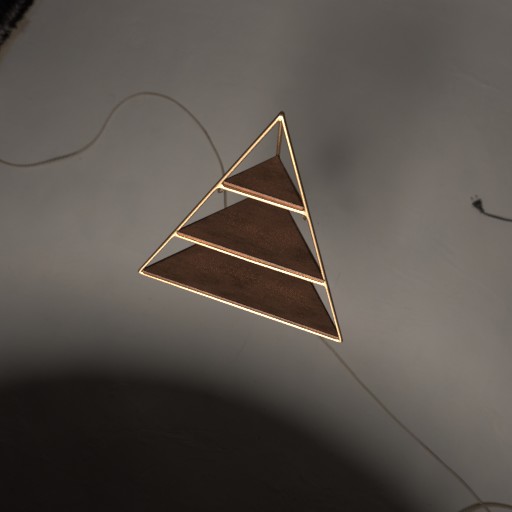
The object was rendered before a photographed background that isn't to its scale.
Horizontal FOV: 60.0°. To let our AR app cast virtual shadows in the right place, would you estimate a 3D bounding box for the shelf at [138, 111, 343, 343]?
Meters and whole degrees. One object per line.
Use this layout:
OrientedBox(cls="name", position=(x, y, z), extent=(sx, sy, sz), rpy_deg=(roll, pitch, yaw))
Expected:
OrientedBox(cls="shelf", position=(0.000, 0.000, 1.189), extent=(0.564, 0.913, 0.294), rpy_deg=(18, 75, 5))
